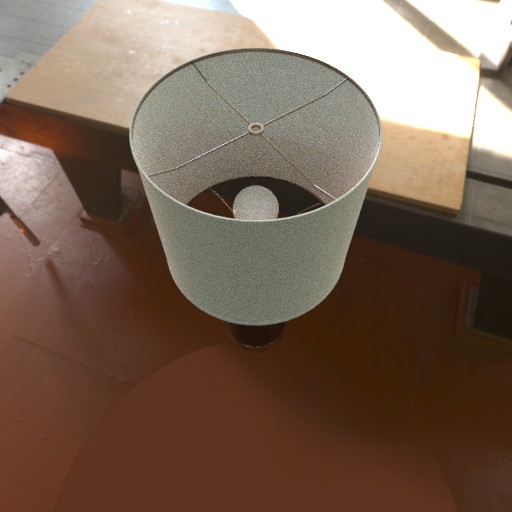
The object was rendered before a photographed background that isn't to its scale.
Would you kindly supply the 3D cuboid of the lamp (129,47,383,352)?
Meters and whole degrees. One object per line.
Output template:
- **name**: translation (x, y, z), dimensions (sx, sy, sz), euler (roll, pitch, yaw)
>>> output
- **lamp**: translation (0.000, 0.000, 0.629), dimensions (0.240, 0.482, 0.241), euler (-31, 63, -18)
